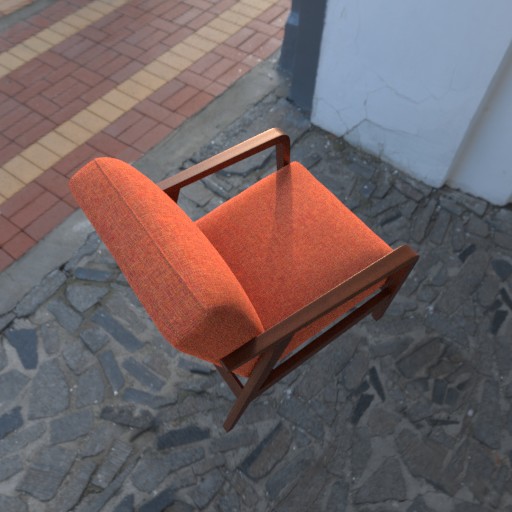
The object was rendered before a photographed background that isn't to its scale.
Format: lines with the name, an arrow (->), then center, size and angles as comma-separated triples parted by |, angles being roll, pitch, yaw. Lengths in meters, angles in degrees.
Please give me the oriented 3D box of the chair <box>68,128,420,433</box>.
chair -> 0.000, 0.000, 1.527 | 0.860, 0.890, 0.719 | -31, 62, -19
